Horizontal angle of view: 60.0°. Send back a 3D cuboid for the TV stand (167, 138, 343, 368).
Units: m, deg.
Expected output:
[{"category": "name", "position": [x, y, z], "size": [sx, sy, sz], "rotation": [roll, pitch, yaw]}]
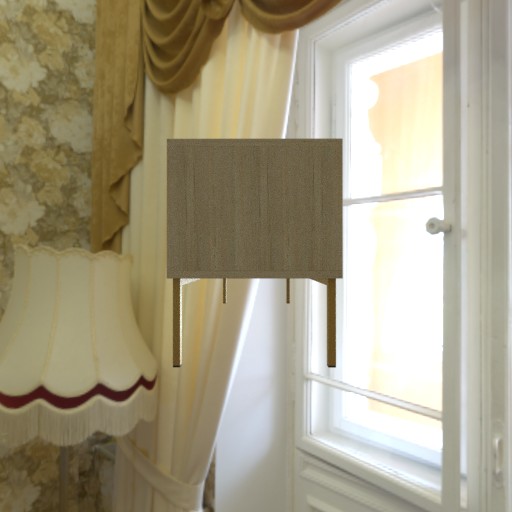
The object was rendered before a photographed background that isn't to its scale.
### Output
[{"category": "TV stand", "position": [0.000, 0.000, 1.857], "size": [0.420, 0.550, 1.600], "rotation": [0, 0, 0]}]
